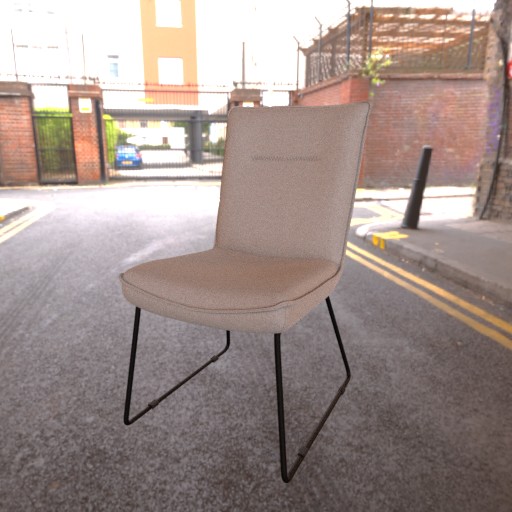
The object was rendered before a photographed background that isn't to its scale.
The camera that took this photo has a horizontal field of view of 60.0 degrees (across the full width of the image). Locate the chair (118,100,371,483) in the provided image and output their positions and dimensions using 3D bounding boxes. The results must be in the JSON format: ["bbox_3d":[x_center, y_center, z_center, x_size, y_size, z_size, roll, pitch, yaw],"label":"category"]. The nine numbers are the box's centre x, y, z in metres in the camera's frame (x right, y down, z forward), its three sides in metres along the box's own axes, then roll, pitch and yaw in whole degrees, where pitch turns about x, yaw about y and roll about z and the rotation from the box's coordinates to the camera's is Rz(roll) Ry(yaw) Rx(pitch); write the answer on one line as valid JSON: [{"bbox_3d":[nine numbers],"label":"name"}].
[{"bbox_3d":[0.000,0.000,1.344,0.515,0.930,0.688,7,15,26],"label":"chair"}]
